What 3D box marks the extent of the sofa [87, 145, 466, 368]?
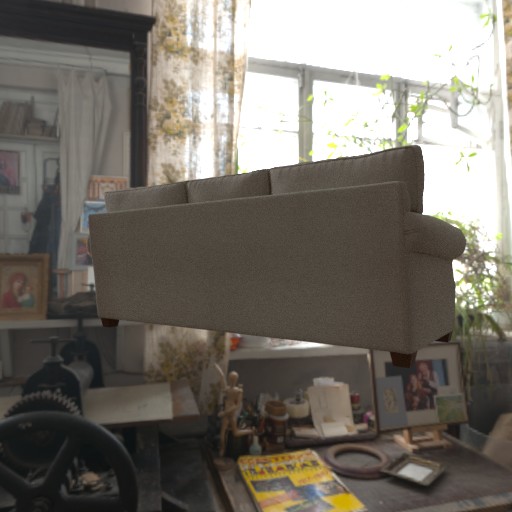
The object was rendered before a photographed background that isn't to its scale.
[{"bbox_3d":[0.000,0.000,2.784,2.312,0.975,0.965,-1,-1,36],"label":"sofa"}]
